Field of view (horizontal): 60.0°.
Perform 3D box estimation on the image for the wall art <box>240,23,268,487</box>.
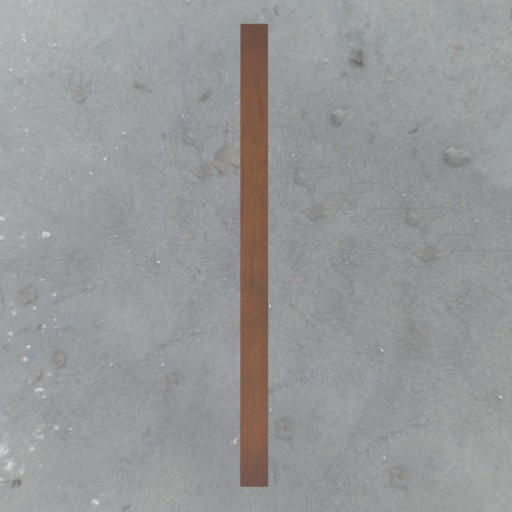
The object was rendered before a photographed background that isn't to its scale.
[{"bbox_3d":[0.000,0.000,0.762,0.033,0.457,0.558,0,89,1],"label":"wall art"}]
